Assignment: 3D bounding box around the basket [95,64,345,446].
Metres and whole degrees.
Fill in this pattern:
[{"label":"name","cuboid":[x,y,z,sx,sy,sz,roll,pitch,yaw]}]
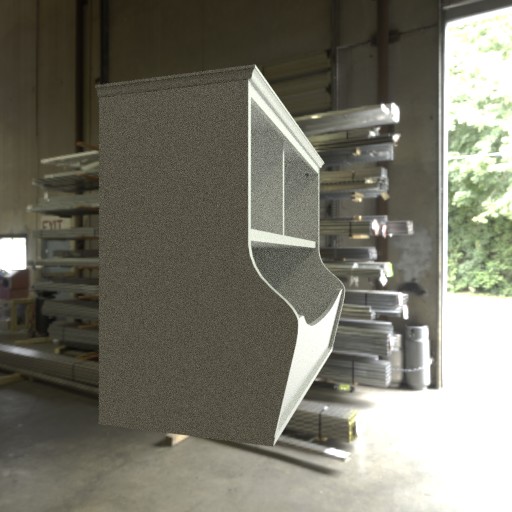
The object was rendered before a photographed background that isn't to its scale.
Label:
[{"label":"basket","cuboid":[0.000,0.000,1.137,0.376,0.625,0.792,0,0,17]}]
